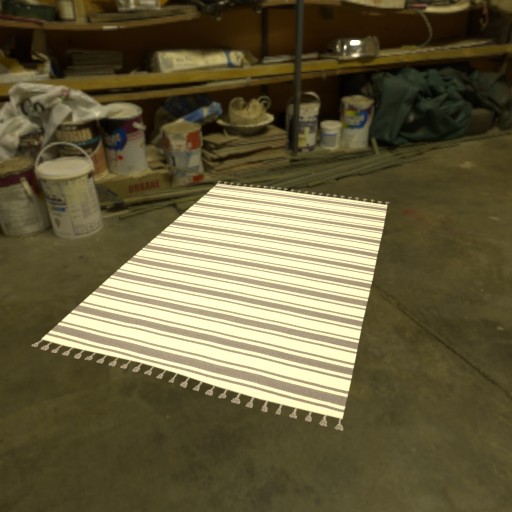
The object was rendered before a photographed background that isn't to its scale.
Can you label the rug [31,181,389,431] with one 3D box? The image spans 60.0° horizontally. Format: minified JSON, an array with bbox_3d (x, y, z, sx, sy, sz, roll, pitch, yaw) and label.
[{"bbox_3d":[0.000,0.000,2.983,1.563,0.014,2.425,10,32,16],"label":"rug"}]
